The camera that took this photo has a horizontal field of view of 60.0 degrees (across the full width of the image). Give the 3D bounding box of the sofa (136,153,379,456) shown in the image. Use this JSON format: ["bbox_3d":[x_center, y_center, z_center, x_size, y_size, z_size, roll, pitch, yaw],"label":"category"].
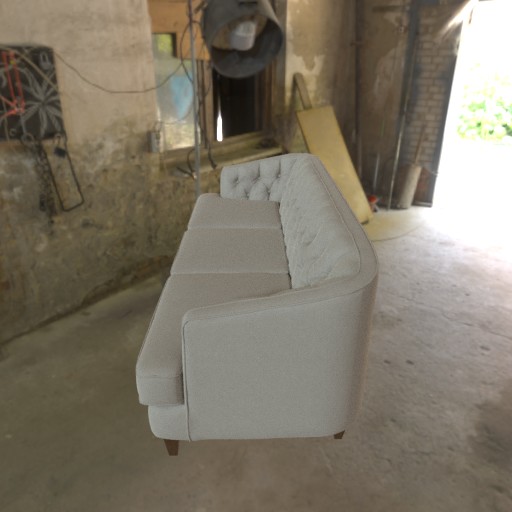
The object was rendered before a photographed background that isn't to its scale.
[{"bbox_3d":[0.000,0.000,2.651,0.941,0.855,2.278,0,25,0],"label":"sofa"}]
